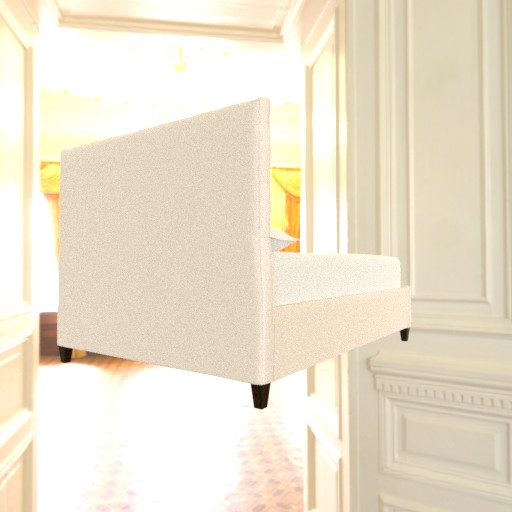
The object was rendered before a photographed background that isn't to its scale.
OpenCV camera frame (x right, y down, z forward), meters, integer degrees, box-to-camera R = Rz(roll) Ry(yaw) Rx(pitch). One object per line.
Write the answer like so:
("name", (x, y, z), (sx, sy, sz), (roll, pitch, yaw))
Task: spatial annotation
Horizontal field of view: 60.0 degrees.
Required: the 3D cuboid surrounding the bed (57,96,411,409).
("bed", (0.000, 0.000, 3.368), (1.696, 1.426, 2.233), (-1, -1, 36))
